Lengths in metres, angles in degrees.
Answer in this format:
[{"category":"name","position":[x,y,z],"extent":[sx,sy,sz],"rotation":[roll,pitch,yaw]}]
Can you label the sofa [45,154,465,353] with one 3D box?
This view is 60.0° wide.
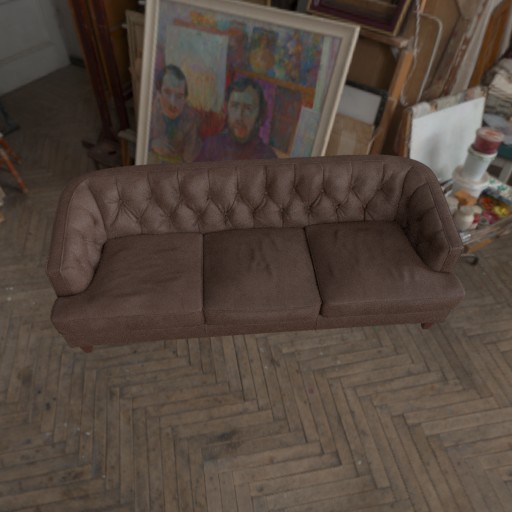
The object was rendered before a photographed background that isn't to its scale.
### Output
[{"category":"sofa","position":[0.000,0.000,2.666],"extent":[2.227,0.787,0.927],"rotation":[-3,47,-3]}]
